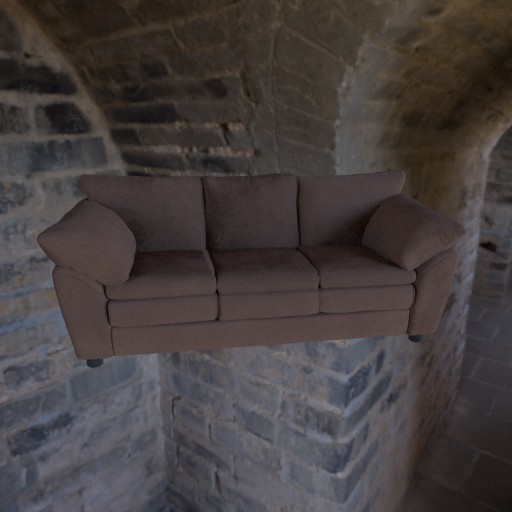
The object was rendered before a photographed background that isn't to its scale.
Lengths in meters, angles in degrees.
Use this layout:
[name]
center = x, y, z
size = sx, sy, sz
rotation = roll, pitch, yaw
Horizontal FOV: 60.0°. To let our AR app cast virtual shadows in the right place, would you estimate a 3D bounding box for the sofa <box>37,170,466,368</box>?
[sofa]
center = 0.000, 0.000, 2.808
size = 2.336, 1.015, 0.878
rotation = -2, 15, -9
